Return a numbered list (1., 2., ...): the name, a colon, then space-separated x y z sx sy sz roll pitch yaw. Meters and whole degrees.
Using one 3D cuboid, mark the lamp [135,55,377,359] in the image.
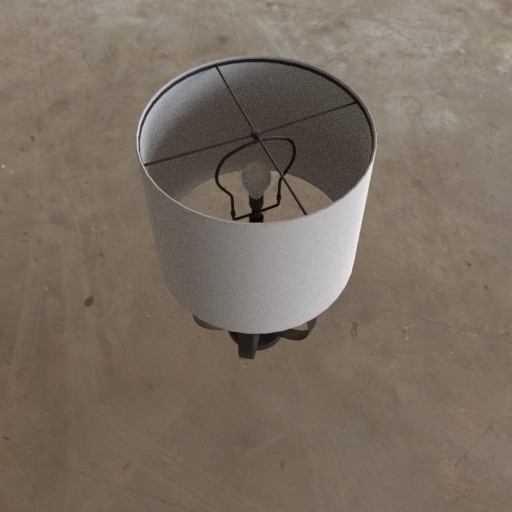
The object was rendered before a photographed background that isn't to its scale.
1. lamp: 0.000 0.000 0.682 0.286 0.510 0.286 0 58 0
